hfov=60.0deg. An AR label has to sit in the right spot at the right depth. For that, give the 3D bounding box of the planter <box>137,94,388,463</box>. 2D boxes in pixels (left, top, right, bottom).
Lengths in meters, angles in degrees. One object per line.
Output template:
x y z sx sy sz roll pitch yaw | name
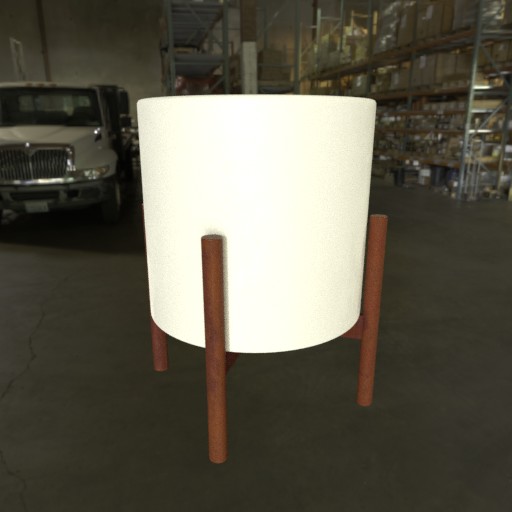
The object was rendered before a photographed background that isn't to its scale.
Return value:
0.000 0.000 0.883 0.421 0.581 0.420 -8 18 -24 | planter
